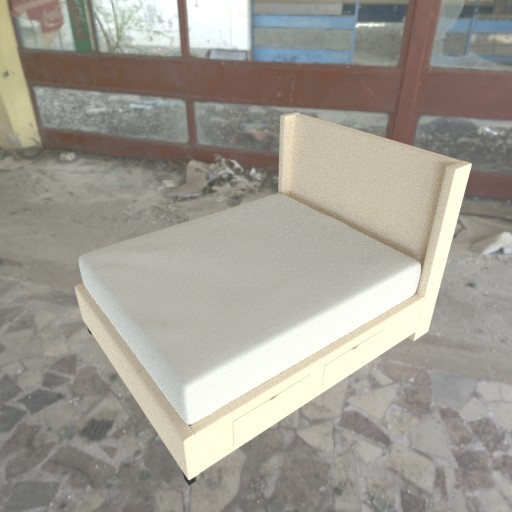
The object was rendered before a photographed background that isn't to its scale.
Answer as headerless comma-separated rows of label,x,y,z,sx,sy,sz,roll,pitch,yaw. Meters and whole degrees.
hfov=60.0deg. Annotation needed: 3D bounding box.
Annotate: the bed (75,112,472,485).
bed,0.000,0.000,3.335,2.280,1.471,1.765,-21,37,-31
